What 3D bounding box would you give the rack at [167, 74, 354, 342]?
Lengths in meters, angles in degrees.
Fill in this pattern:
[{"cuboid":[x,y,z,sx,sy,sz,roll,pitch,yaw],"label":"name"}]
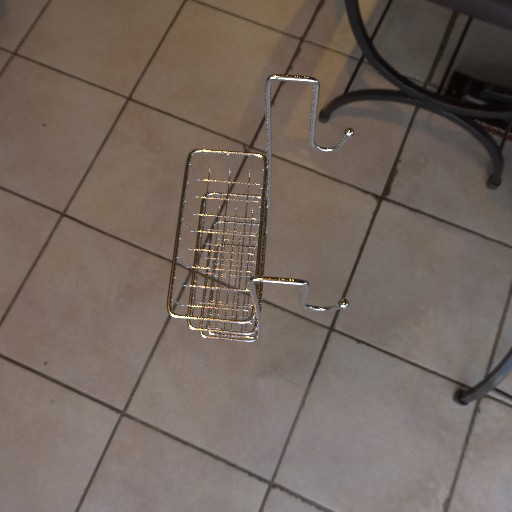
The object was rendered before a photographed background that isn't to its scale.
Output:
[{"cuboid":[0.000,0.000,0.662,0.202,0.574,0.228,5,75,1],"label":"rack"}]
